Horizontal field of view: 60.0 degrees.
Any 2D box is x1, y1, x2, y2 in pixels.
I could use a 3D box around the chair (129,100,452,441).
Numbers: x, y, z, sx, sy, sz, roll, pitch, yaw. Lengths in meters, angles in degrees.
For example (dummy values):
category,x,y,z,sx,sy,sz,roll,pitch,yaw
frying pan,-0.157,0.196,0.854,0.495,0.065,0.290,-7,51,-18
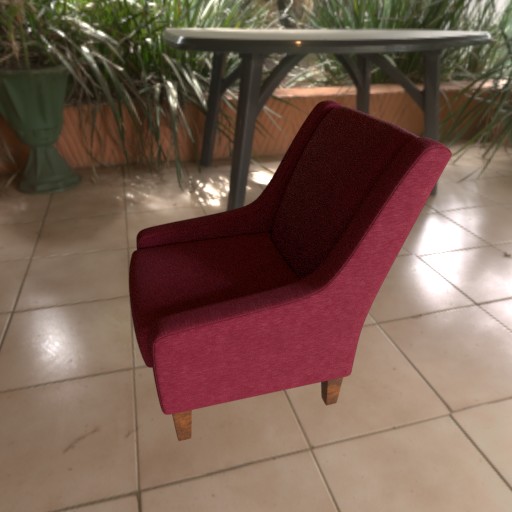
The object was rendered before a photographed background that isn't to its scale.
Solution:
category,x,y,z,sx,sy,sz,roll,pitch,yaw
chair,0.000,0.000,1.732,0.985,1.017,0.793,-8,30,-15
